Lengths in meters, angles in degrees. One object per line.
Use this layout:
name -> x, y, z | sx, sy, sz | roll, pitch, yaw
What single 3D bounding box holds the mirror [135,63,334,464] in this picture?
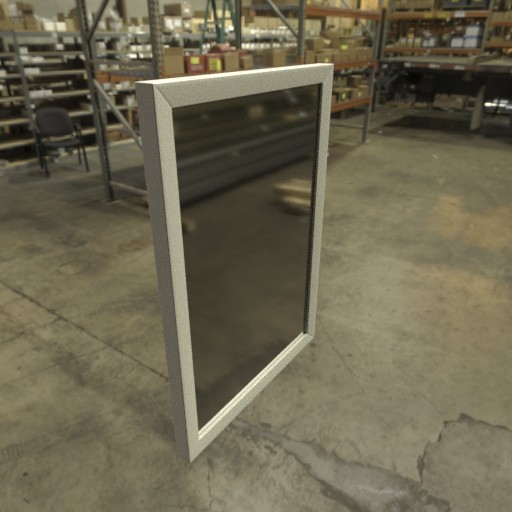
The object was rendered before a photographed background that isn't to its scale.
mirror -> 0.000, 0.000, 0.919 | 0.040, 0.710, 0.507 | 18, 32, 31
